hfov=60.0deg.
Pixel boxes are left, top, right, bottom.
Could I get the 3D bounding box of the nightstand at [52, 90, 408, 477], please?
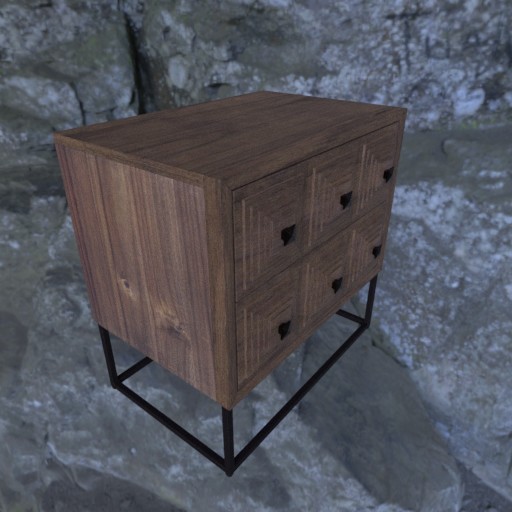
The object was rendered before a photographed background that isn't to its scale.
[{"bbox_3d":[0.000,0.000,1.017,0.437,0.610,0.610,21,35,33],"label":"nightstand"}]
